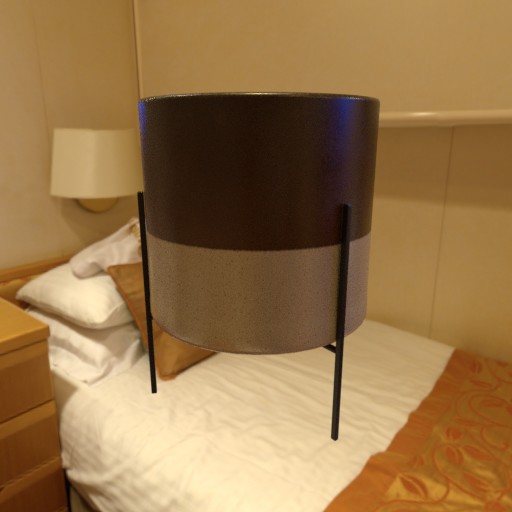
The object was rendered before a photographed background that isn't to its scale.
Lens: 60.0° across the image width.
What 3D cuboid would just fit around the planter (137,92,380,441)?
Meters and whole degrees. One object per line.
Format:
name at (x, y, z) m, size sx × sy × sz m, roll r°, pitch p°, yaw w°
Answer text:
planter at (0.000, 0.000, 0.706) m, size 0.354 × 0.465 × 0.345 m, roll -2°, pitch 16°, yaw -7°
